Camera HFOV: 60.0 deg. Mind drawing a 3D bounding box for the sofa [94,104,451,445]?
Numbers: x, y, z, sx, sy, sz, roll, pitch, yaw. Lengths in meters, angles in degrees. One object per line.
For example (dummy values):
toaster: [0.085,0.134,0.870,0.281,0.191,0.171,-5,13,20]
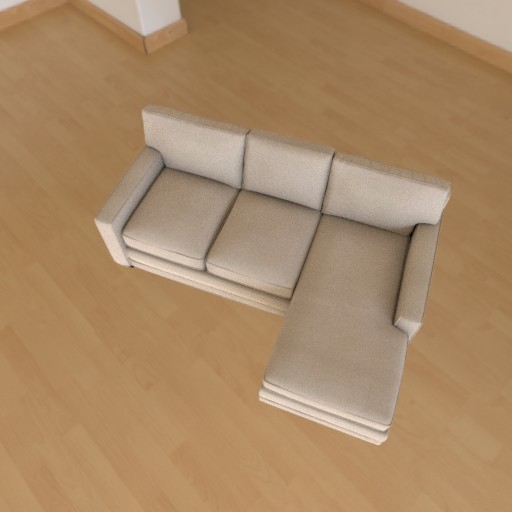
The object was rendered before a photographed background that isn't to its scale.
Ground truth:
sofa: [0.000,0.000,2.810,2.087,0.861,1.496,17,59,11]
